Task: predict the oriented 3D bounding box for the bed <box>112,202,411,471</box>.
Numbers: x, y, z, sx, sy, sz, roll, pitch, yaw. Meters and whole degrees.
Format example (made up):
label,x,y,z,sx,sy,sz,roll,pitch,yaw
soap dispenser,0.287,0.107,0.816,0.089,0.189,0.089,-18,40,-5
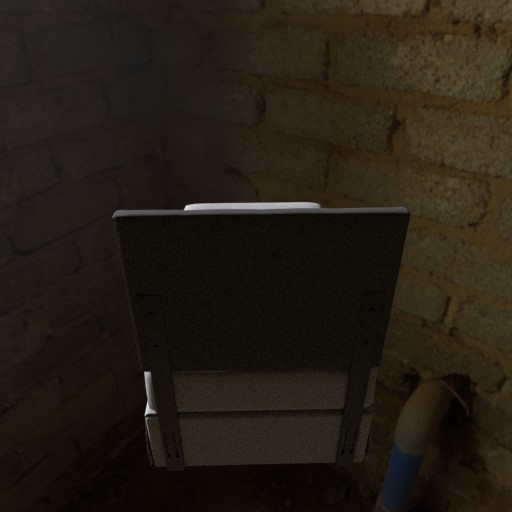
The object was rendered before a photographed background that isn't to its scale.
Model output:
label,x,y,z,sx,sy,sz,roll,pitch,yaw
bed,0.000,0.000,2.905,1.261,1.571,1.997,-1,32,-1
